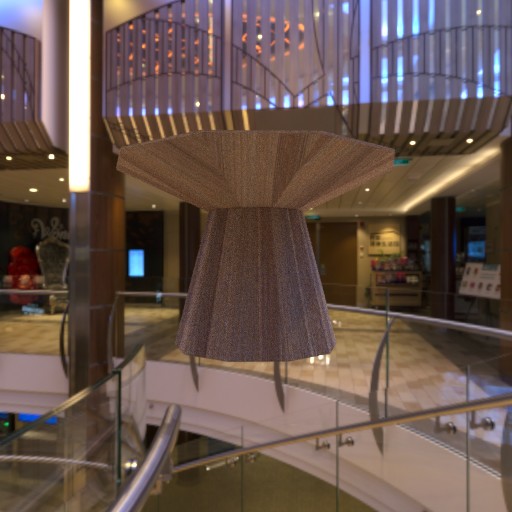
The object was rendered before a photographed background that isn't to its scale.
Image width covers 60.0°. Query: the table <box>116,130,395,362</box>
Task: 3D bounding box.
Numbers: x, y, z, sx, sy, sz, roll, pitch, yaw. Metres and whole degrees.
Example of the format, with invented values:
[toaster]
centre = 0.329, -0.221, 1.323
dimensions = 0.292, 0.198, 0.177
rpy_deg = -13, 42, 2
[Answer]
[table]
centre = 0.000, 0.000, 1.898
dimensions = 1.186, 0.752, 1.186
rpy_deg = 0, 0, 0
